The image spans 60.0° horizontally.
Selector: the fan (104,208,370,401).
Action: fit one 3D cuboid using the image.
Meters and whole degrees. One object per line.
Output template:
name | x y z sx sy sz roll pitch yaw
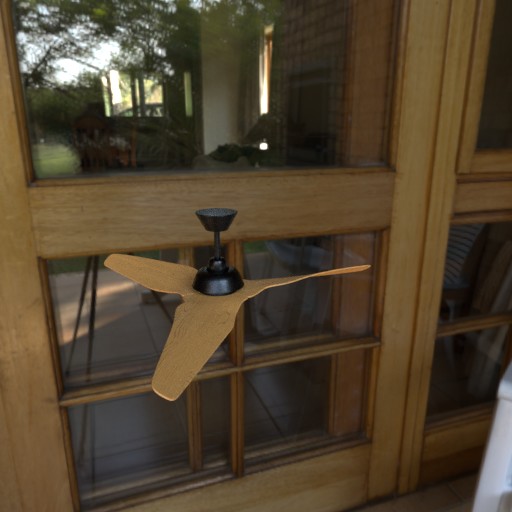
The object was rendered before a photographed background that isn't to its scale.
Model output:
fan | 0.000 0.000 1.628 1.010 0.355 1.142 -7 18 -24
